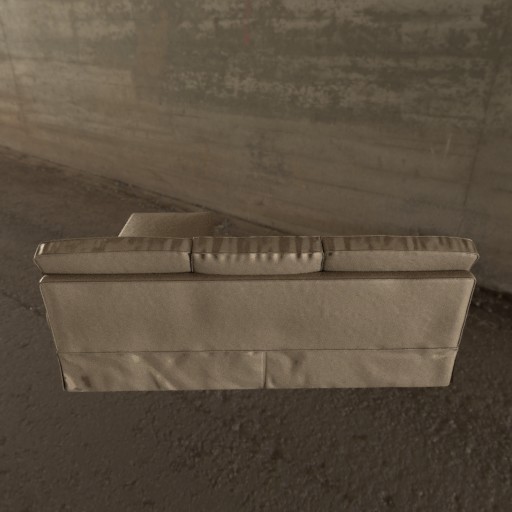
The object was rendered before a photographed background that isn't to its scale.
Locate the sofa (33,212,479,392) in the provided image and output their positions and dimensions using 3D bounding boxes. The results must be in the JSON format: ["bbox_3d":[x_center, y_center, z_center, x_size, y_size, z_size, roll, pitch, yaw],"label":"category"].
[{"bbox_3d":[0.000,0.000,3.278,2.475,0.978,1.733,-1,27,-1],"label":"sofa"}]
